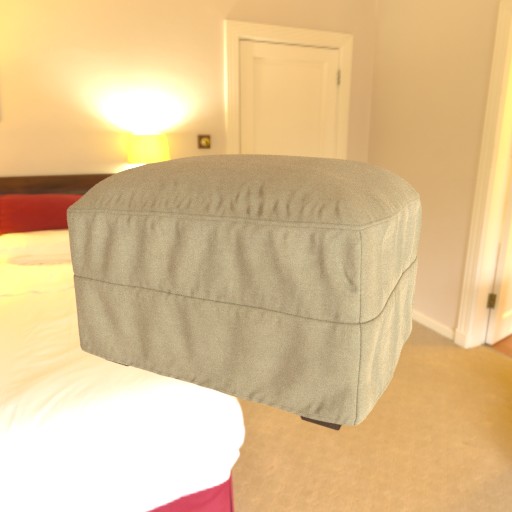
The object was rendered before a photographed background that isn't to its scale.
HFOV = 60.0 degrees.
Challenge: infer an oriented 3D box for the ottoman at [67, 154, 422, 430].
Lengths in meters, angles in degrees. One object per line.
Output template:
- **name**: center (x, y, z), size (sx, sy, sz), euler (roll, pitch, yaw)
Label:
- **ottoman**: center (0.000, 0.000, 1.076), size (0.712, 0.480, 0.584), euler (8, 17, 26)
